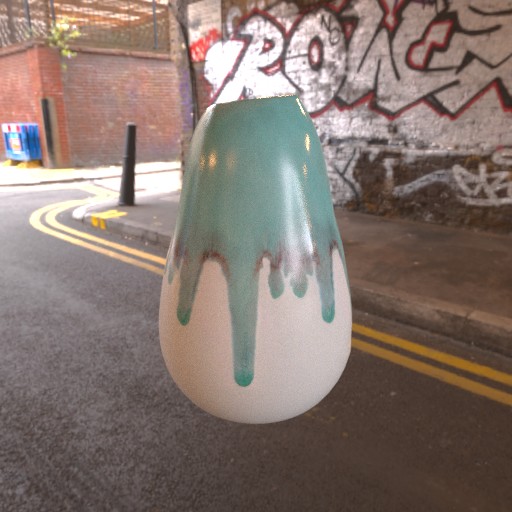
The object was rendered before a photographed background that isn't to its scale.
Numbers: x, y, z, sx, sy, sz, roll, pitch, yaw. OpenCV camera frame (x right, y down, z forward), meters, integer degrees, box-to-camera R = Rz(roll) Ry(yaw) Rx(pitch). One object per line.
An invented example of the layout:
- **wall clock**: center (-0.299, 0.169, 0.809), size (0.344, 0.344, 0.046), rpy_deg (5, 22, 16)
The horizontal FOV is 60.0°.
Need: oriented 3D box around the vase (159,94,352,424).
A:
- **vase**: center (0.000, 0.000, 0.259), size (0.116, 0.179, 0.116), rpy_deg (0, 16, 0)
